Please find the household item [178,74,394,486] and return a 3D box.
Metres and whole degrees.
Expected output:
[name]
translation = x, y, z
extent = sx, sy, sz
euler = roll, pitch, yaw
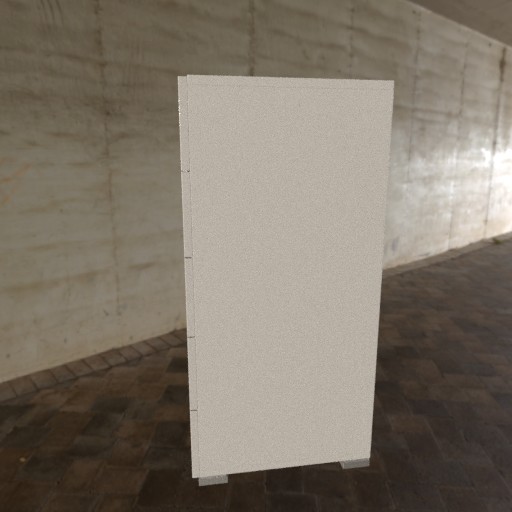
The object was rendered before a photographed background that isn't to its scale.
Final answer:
[household item]
translation = 0.000, 0.000, 1.318
extent = 0.420, 0.870, 0.800
euler = -2, 13, -9
